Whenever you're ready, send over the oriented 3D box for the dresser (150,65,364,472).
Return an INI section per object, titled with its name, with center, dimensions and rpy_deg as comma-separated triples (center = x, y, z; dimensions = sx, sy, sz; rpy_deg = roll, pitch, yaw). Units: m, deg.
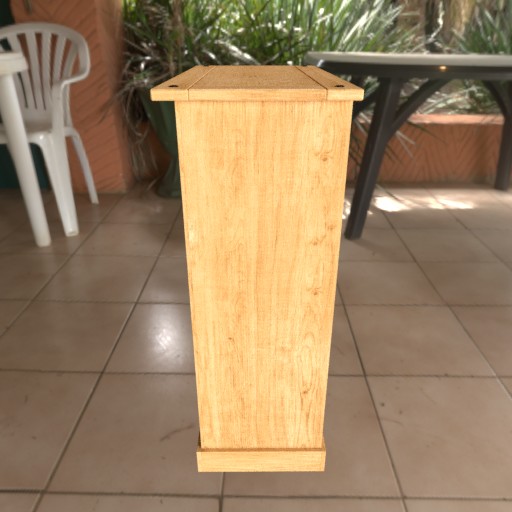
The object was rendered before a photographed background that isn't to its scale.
[dresser]
center = 0.000, 0.000, 1.697
dimensions = 0.485, 1.300, 0.915
rpy_deg = 0, 26, 0
